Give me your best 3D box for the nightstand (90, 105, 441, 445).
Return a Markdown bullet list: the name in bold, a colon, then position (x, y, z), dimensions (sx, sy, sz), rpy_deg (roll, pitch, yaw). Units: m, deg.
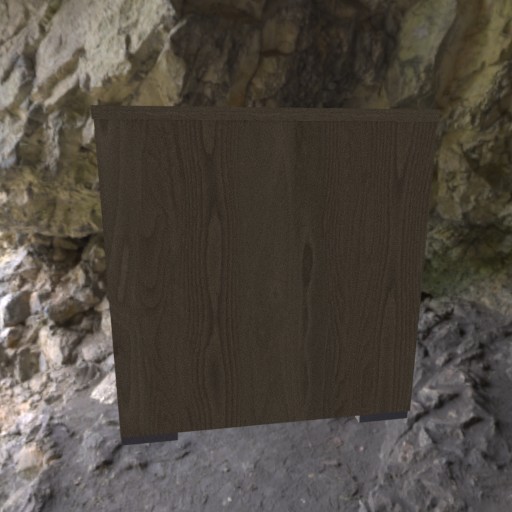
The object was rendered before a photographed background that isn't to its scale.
- **nightstand**: position (0.000, 0.000, 0.763), dimensions (0.442, 0.461, 0.325), rpy_deg (-2, 14, -8)
